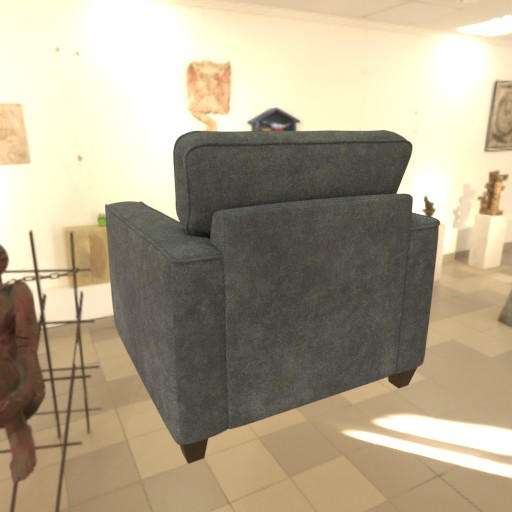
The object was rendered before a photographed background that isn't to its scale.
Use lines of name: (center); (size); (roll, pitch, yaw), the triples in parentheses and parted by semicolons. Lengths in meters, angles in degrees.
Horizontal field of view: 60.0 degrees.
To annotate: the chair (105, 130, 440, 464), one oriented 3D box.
chair: (0.000, 0.000, 1.762); (1.015, 0.965, 0.939); (-8, 18, -27)
